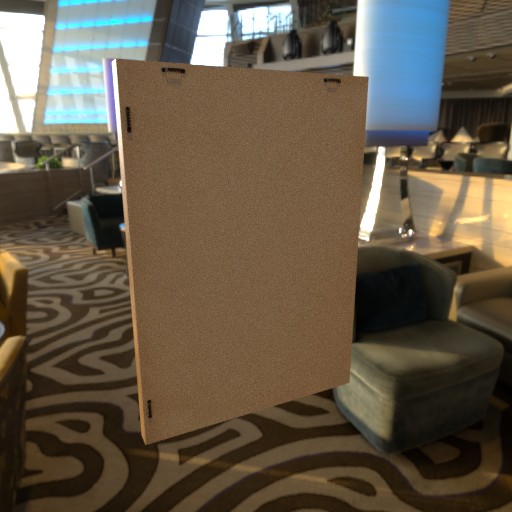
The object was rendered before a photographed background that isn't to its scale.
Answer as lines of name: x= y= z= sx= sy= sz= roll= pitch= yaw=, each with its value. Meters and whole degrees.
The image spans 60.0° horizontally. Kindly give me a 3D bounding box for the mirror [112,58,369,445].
mirror: x=0.000 y=0.000 z=0.910 sx=0.508 sy=0.711 sz=0.039 roll=-8 pitch=17 yaw=-26
